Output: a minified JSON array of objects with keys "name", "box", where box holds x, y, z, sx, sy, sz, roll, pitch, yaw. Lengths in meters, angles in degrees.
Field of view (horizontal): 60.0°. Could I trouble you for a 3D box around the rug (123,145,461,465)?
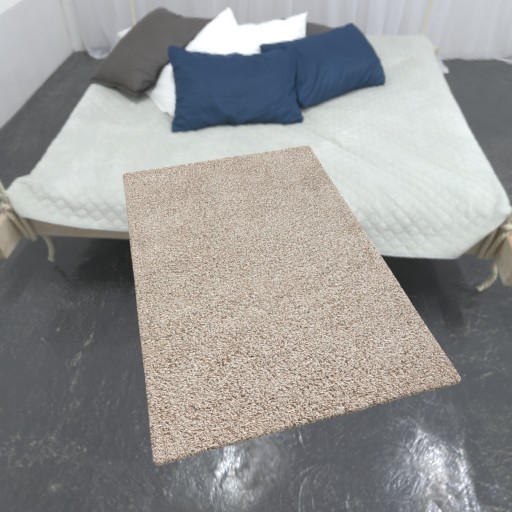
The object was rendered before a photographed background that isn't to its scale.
[{"name":"rug","box":[0.000,0.000,2.248,1.219,0.030,1.778,-11,47,-11]}]
